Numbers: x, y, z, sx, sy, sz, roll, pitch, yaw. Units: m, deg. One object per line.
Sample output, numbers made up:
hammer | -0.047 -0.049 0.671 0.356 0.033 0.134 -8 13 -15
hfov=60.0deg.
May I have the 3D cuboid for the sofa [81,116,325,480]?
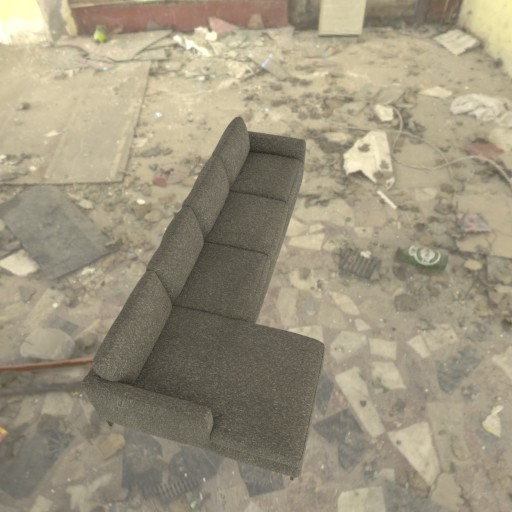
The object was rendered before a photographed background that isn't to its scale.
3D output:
sofa | 0.000 0.000 3.532 1.350 0.810 2.932 11 48 10
